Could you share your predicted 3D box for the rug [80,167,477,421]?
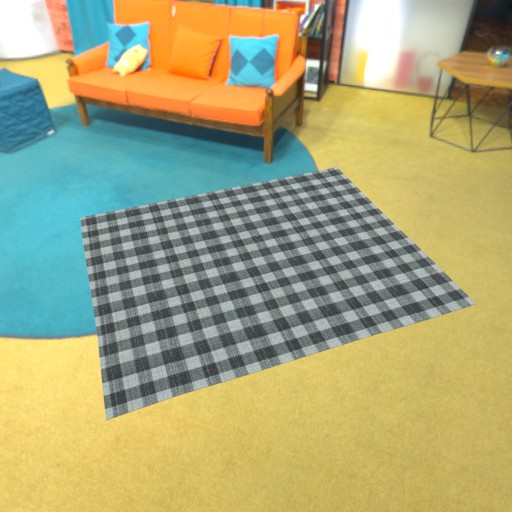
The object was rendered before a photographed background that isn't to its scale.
[{"bbox_3d":[0.000,0.000,4.159,3.021,0.013,2.432,-14,42,-15],"label":"rug"}]
